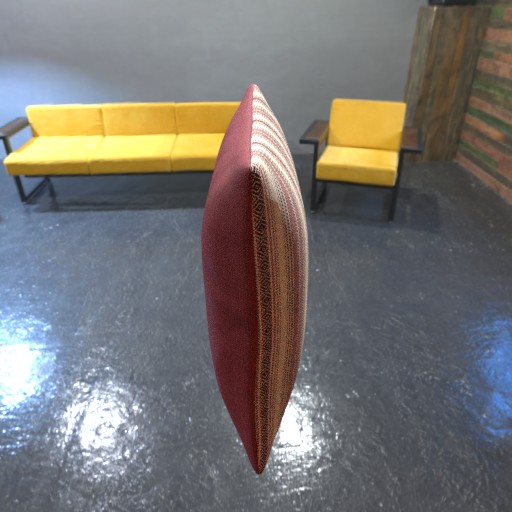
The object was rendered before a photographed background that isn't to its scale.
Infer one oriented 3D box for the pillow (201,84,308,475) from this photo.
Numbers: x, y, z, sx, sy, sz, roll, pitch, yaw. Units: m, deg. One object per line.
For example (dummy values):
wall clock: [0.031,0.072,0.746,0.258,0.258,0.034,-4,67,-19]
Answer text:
pillow: [0.000,0.000,0.786,0.166,0.497,0.513,0,30,0]
